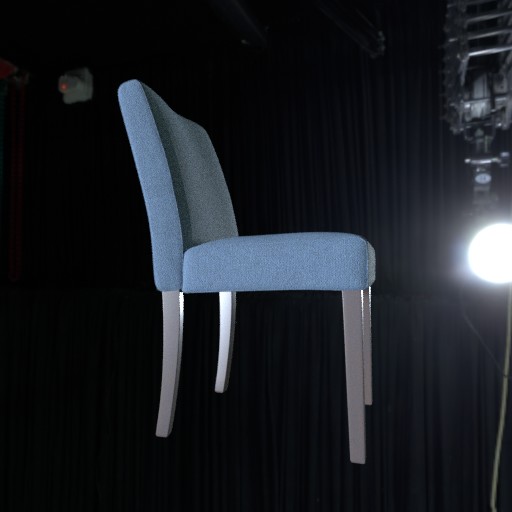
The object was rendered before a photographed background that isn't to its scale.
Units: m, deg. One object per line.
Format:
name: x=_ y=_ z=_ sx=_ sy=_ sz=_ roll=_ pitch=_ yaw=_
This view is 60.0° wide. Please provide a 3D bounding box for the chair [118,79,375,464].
chair: x=0.000 y=0.000 z=1.226 sx=0.629 sy=0.882 sz=0.487 roll=0 pitch=-1 yaw=17
